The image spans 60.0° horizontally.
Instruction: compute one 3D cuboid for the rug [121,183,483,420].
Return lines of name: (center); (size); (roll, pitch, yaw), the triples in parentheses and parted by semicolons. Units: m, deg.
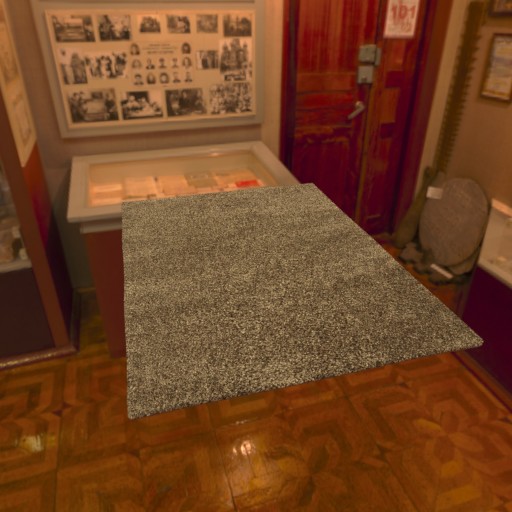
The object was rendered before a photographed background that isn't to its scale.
rug: (0.000, 0.000, 2.068); (1.198, 0.025, 1.601); (-8, 31, -13)
